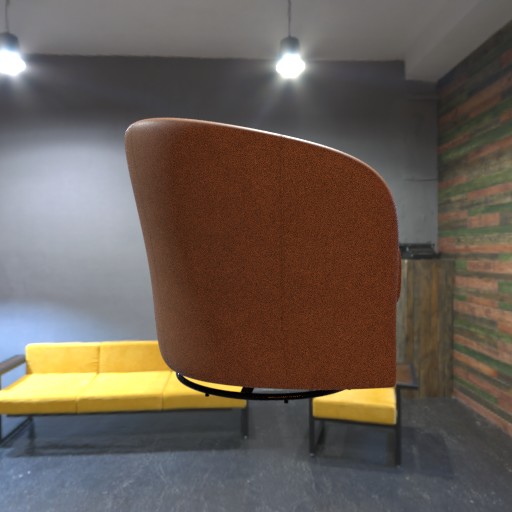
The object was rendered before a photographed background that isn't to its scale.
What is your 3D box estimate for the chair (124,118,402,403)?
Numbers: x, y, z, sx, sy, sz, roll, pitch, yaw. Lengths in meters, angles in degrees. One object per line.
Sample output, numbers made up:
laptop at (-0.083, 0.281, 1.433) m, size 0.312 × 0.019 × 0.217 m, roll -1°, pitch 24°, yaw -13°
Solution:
chair at (0.000, 0.000, 1.452) m, size 0.815 × 0.771 × 0.791 m, roll 0°, pitch 0°, yaw -1°
